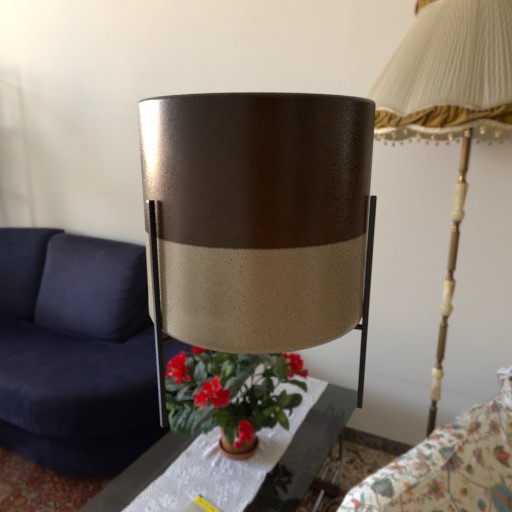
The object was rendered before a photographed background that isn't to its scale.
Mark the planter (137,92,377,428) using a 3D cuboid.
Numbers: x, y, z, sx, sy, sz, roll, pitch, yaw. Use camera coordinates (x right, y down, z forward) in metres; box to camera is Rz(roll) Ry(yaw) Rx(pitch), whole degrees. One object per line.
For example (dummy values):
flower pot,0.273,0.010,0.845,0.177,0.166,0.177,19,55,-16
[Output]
planter,0.000,0.000,0.716,0.345,0.465,0.354,-2,15,-9
